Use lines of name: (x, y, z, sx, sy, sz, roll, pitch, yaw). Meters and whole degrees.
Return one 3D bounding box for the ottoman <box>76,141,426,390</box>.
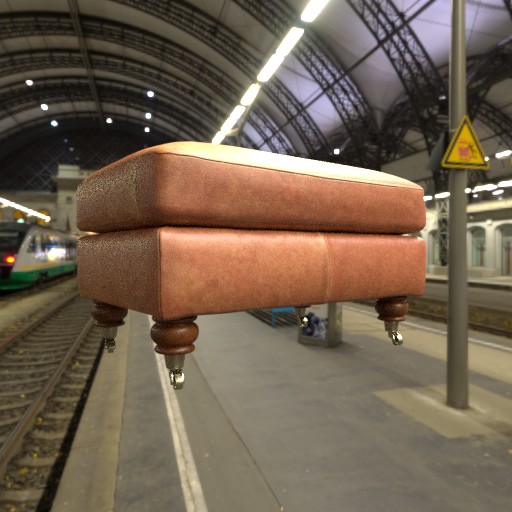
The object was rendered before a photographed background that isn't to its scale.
ottoman: (0.000, 0.000, 1.232, 0.852, 0.507, 0.565, 0, 0, -36)
